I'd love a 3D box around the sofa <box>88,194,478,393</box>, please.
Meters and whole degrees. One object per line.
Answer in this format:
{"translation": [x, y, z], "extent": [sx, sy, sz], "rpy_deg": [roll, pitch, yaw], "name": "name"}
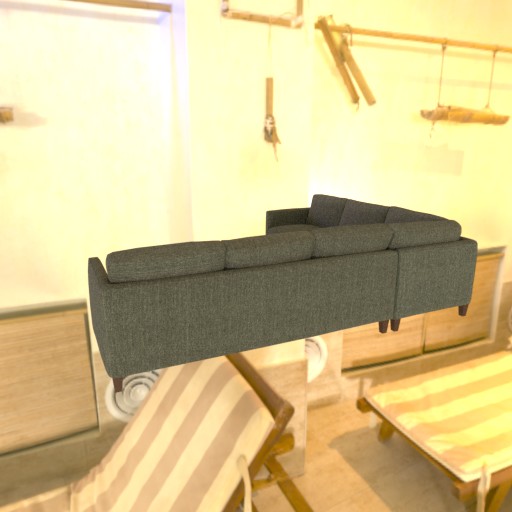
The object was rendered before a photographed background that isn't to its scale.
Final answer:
{"translation": [0.000, 0.000, 4.511], "extent": [3.302, 0.947, 2.593], "rpy_deg": [-7, 16, -24], "name": "sofa"}
